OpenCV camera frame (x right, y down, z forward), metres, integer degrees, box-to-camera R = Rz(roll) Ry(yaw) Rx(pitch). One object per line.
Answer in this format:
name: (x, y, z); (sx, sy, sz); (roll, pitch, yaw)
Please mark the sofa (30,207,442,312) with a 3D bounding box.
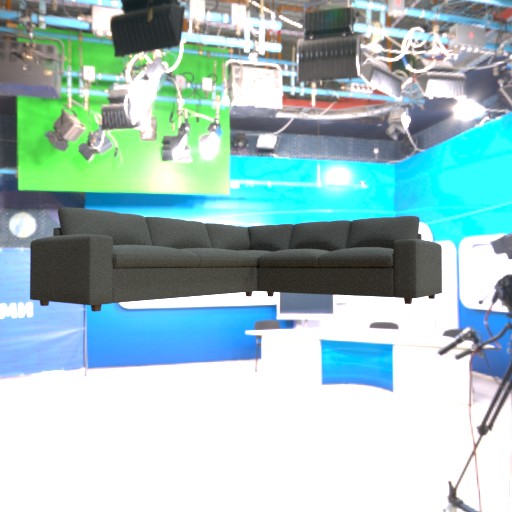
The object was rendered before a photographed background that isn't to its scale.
sofa: (0.000, 0.000, 4.636); (2.895, 0.965, 3.277); (-1, -1, 37)
